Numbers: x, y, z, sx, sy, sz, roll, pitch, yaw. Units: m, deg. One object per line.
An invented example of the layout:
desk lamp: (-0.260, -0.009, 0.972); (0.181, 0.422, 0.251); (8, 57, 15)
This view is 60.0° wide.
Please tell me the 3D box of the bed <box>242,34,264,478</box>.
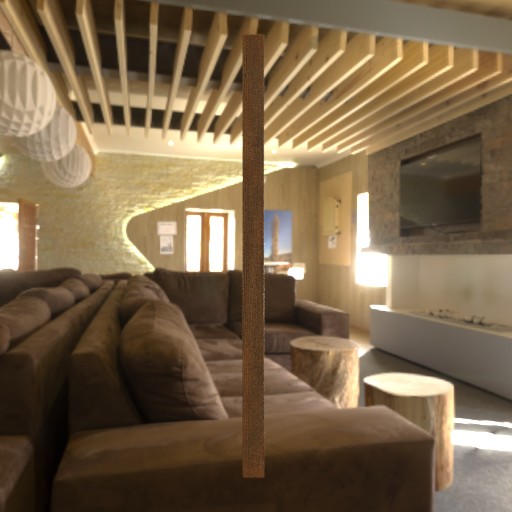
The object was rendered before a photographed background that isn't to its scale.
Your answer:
bed: (0.000, 0.000, 1.462); (0.046, 0.942, 1.046); (0, 0, 1)
